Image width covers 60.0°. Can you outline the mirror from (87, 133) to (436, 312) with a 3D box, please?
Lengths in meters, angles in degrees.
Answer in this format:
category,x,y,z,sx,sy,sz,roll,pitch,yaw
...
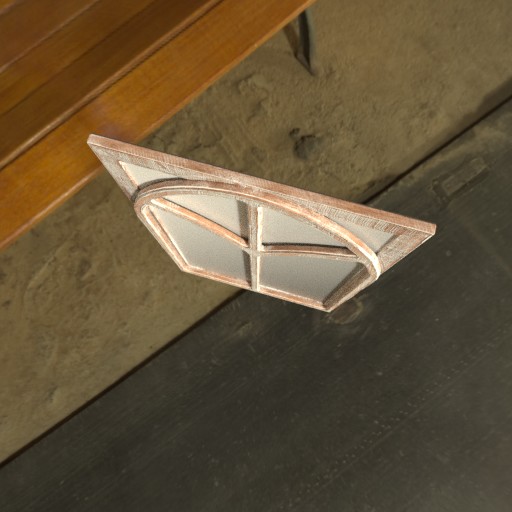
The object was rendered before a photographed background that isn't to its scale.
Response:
category,x,y,z,sx,sy,sz,roll,pitch,yaw
mirror,0.000,0.000,0.987,0.495,0.787,0.058,15,76,4
